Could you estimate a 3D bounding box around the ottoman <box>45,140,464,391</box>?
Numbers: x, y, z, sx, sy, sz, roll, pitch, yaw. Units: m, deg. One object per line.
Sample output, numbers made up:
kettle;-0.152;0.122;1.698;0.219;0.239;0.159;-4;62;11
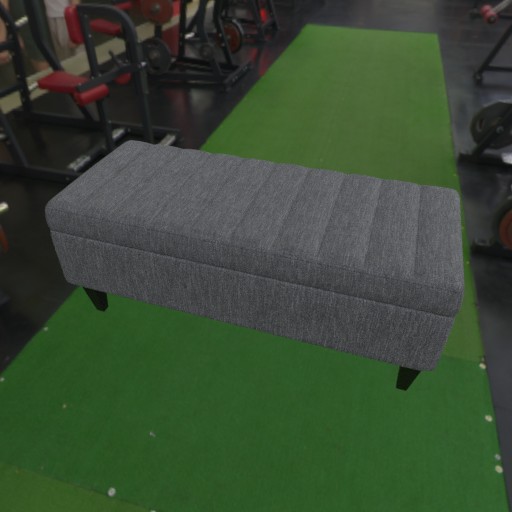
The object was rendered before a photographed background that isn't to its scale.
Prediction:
ottoman;0.000;0.000;1.428;1.151;0.469;0.482;12;41;14
